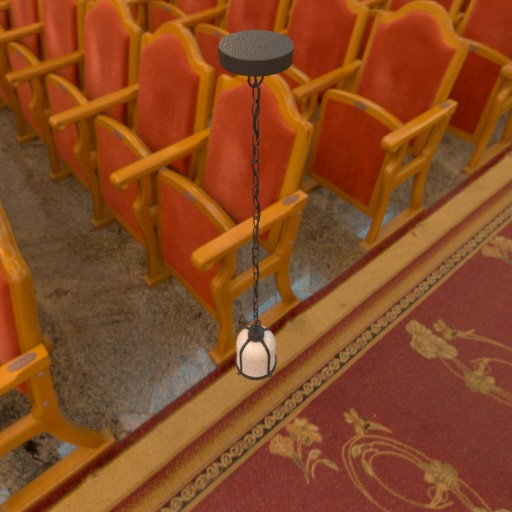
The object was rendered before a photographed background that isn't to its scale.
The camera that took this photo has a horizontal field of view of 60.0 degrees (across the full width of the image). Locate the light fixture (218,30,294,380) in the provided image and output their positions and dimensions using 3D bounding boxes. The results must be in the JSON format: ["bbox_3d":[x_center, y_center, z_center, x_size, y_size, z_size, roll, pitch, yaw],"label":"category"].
[{"bbox_3d":[0.000,0.000,1.277,0.178,1.181,0.178,-32,54,-26],"label":"light fixture"}]
